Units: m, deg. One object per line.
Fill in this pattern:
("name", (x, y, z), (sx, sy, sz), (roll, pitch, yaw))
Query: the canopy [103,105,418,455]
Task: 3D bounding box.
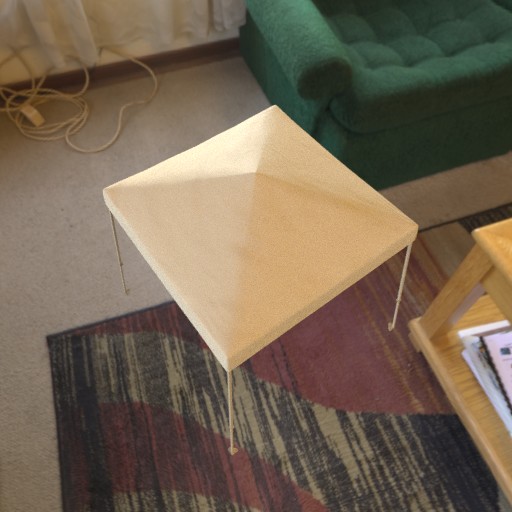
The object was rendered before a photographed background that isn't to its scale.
("canopy", (0.000, 0.000, 6.755), (3.599, 3.600, 3.600), (-32, 62, -19))
